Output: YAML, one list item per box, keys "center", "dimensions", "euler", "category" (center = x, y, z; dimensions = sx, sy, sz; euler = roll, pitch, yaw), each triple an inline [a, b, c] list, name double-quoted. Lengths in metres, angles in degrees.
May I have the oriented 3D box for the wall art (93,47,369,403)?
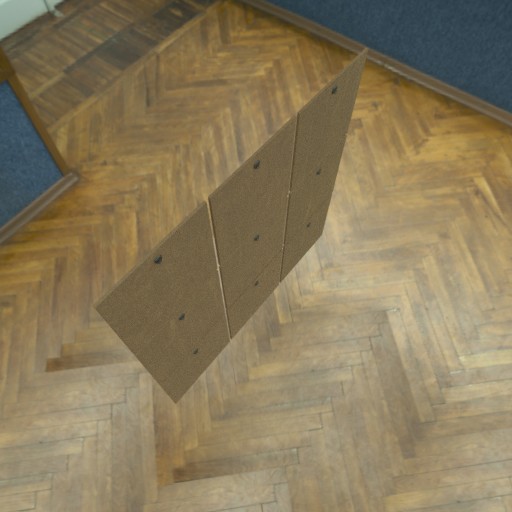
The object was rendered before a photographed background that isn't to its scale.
- center: [0.000, 0.000, 2.273]
  dimensions: [0.023, 1.522, 1.526]
  euler: [35, 67, 18]
  category: "wall art"
